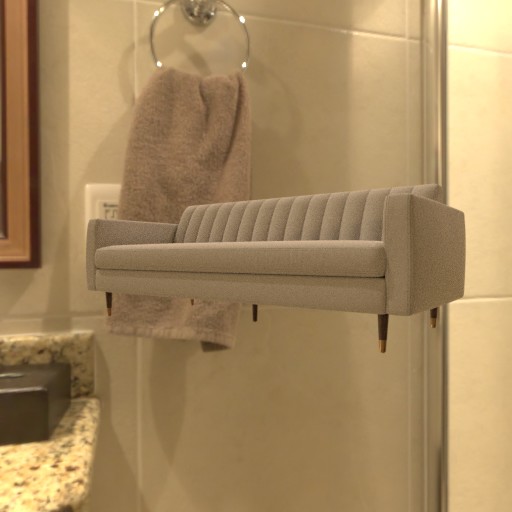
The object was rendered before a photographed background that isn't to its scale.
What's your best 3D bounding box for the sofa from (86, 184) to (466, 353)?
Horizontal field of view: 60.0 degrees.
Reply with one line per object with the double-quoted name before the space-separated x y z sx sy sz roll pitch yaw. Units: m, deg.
"sofa" 0.000 0.000 2.772 2.291 0.821 0.990 0 0 36
